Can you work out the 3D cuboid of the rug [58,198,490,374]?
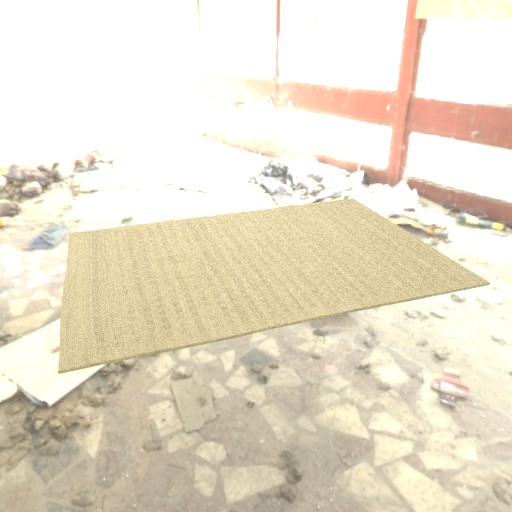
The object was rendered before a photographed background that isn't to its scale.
[{"bbox_3d":[0.000,0.000,2.835,2.297,0.018,1.532,-9,28,-17],"label":"rug"}]
